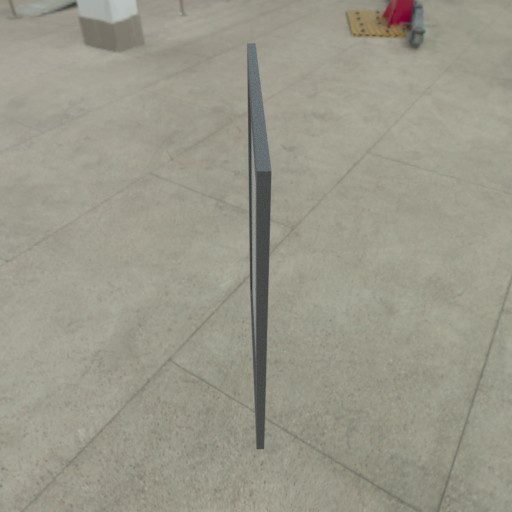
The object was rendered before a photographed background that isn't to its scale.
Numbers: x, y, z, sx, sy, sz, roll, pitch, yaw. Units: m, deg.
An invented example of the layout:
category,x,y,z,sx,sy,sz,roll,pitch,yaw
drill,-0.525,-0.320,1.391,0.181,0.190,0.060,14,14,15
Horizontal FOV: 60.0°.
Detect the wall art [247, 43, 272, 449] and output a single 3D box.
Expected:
category,x,y,z,sx,sy,sz,roll,pitch,yaw
wall art,0.000,0.000,0.712,0.013,0.534,0.380,-1,41,-2
